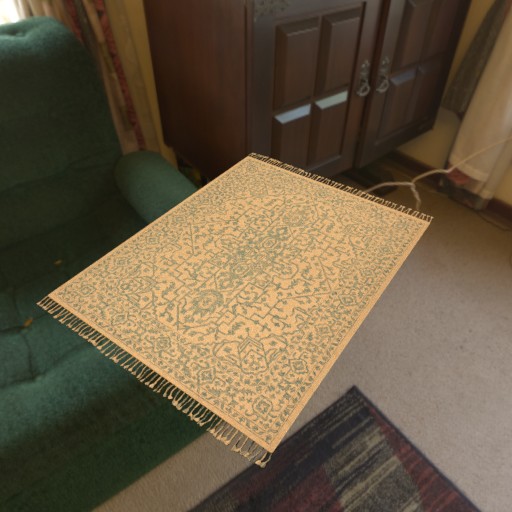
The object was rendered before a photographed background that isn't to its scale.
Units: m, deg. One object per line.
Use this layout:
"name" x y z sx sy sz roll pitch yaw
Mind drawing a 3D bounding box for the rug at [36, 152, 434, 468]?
"rug" 0.000 0.000 4.385 2.464 0.010 3.327 26 48 25
